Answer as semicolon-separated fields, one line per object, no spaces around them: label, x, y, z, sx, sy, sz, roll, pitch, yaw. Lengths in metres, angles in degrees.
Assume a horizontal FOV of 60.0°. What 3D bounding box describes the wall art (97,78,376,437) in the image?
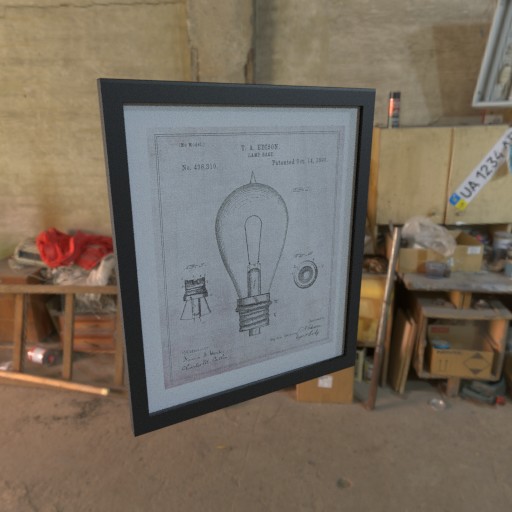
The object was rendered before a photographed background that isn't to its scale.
wall art;0.000;0.000;0.704;0.430;0.509;0.021;-9;20;-27
